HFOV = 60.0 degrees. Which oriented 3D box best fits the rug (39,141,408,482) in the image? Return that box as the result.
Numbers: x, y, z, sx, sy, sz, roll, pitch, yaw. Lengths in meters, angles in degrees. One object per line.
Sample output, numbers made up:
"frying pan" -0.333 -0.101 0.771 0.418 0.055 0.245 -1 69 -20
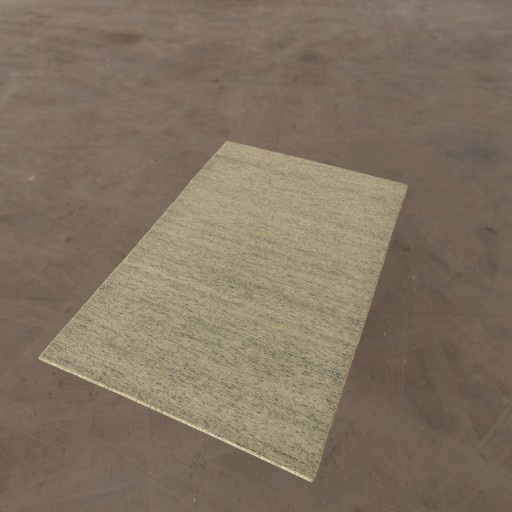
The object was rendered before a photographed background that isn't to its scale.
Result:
"rug" 0.000 0.000 2.306 1.243 0.014 1.846 18 49 16
